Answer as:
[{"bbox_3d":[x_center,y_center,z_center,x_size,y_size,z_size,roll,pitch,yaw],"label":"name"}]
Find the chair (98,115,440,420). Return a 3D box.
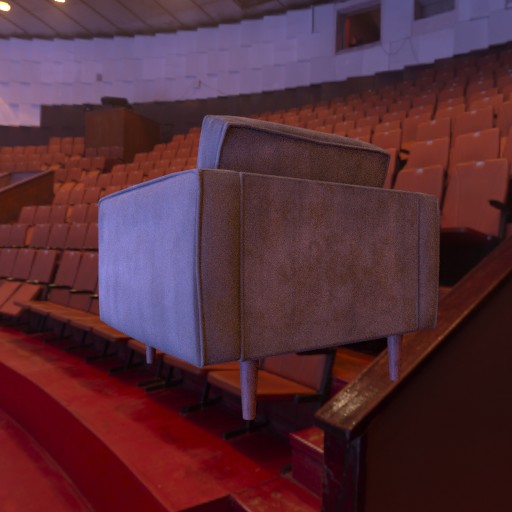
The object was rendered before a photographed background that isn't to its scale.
[{"bbox_3d":[0.000,0.000,1.538,0.928,0.773,0.843,-1,1,-35],"label":"chair"}]
